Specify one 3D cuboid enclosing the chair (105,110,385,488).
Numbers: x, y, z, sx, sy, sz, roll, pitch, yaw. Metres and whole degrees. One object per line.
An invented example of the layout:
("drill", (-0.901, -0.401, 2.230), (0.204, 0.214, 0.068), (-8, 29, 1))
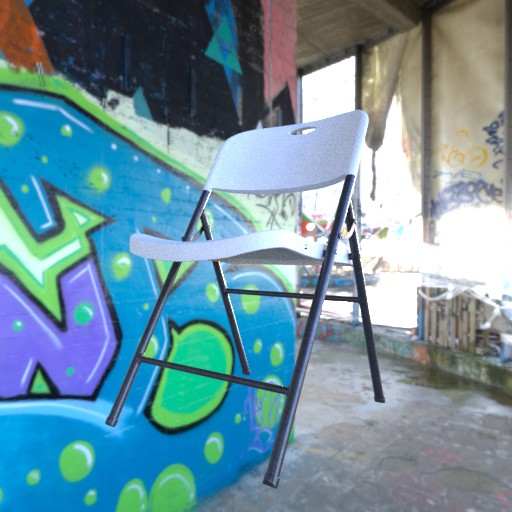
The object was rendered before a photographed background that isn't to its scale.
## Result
("chair", (0.000, 0.000, 1.140), (0.494, 0.810, 0.566), (1, 1, 36))
